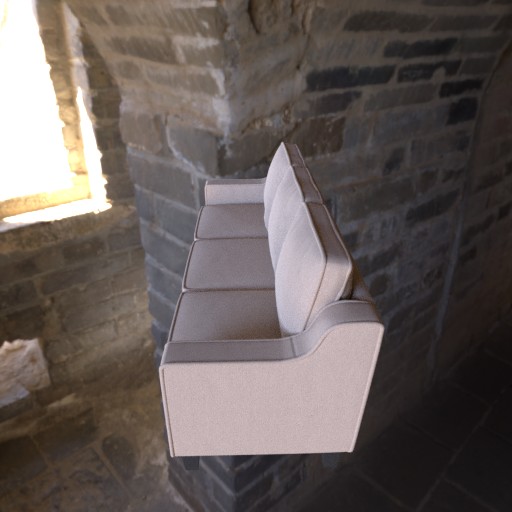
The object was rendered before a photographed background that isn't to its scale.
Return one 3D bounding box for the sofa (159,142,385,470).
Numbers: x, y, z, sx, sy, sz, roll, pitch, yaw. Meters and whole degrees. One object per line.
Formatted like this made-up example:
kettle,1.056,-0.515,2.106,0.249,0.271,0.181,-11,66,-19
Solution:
sofa,0.000,0.000,2.504,0.791,0.902,2.131,-1,27,-1
